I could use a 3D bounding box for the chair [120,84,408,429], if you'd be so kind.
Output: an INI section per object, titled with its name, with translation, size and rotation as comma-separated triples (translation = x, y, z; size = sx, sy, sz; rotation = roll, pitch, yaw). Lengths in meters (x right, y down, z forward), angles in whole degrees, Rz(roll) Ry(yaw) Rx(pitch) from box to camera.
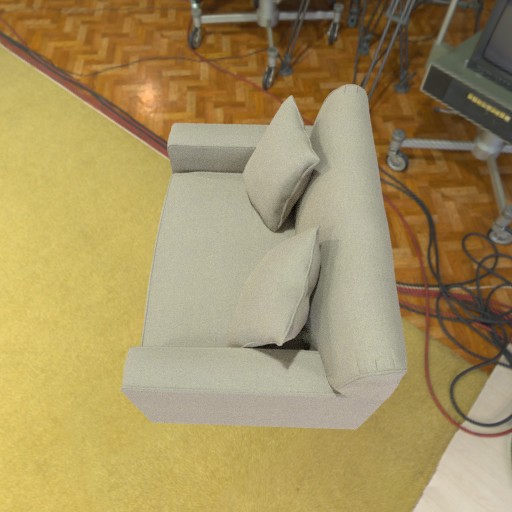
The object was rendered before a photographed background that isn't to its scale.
[chair]
translation = 0.000, 0.000, 2.059
size = 1.000, 0.948, 1.383
rotation = 2, 58, 1
